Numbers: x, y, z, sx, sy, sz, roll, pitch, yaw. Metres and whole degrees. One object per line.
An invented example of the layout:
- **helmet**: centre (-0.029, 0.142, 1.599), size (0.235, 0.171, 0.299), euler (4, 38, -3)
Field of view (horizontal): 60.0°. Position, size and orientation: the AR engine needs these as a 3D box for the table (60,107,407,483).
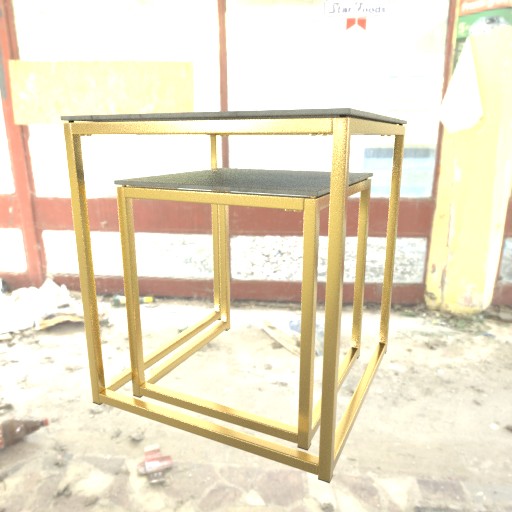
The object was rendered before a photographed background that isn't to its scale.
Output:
- **table**: centre (0.000, 0.000, 0.843), size (0.450, 0.500, 0.450), euler (7, 17, 25)
